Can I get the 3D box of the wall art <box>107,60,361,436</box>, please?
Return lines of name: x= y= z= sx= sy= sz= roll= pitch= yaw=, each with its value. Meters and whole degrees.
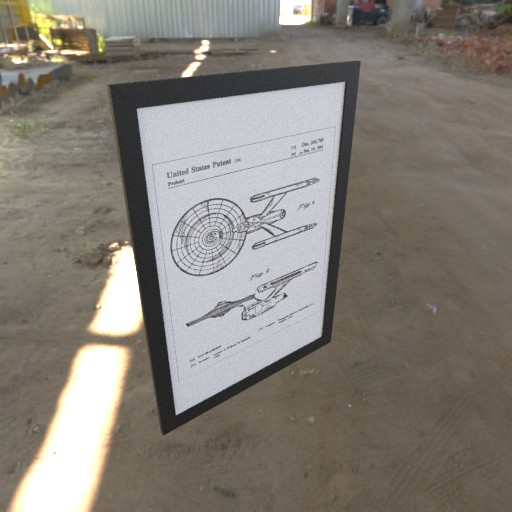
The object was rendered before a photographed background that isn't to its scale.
wall art: x=0.000 y=0.000 z=0.683 sx=0.379 sy=0.530 sz=0.008 roll=-20 pitch=35 yaw=-32
